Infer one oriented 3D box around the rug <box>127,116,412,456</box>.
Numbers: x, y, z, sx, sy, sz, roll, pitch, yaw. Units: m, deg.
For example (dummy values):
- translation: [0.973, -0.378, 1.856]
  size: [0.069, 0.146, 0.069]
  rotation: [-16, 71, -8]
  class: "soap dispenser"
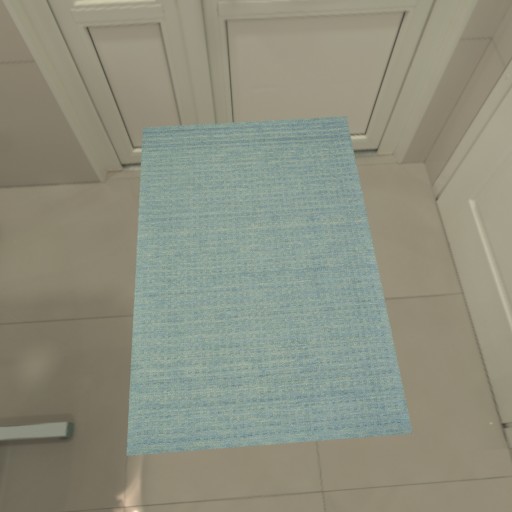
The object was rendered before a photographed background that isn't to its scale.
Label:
- translation: [0.000, 0.000, 3.685]
  size: [1.982, 0.006, 2.895]
  rotation: [-4, 64, -2]
  class: "rug"
